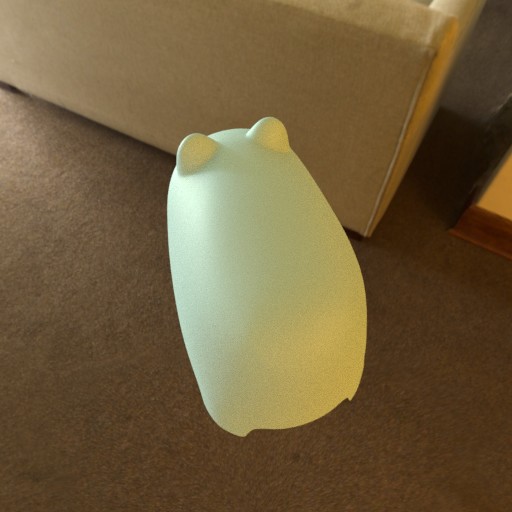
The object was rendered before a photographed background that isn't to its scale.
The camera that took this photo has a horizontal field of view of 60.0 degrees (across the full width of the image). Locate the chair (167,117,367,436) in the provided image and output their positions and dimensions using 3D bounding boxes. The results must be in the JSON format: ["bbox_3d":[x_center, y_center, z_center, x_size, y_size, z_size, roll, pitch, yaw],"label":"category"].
[{"bbox_3d":[0.000,0.000,0.884,0.364,0.423,0.619,-15,60,-9],"label":"chair"}]
